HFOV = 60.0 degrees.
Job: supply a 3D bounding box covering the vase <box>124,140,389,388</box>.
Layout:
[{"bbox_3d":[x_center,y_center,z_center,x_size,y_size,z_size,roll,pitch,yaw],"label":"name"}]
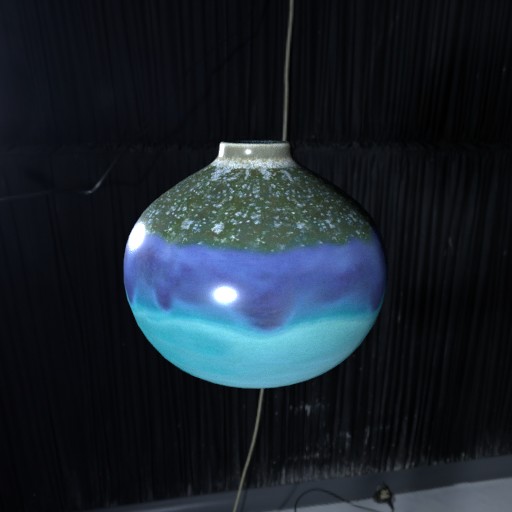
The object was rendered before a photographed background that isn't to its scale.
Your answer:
[{"bbox_3d":[0.000,0.000,0.266,0.154,0.133,0.154,0,17,0],"label":"vase"}]
